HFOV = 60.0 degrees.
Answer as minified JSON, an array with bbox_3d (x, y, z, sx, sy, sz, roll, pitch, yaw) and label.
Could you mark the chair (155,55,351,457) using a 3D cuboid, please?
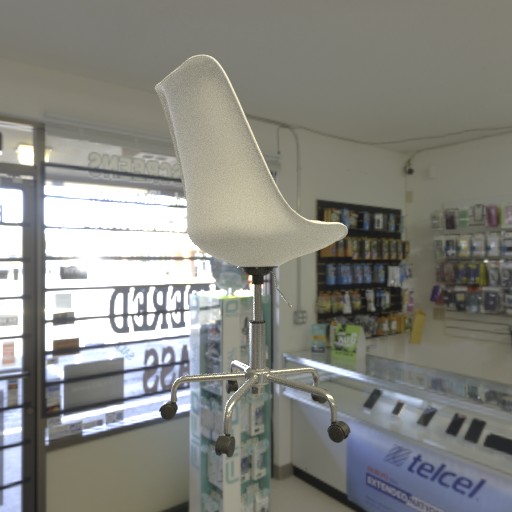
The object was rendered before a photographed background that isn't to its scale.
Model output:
[{"bbox_3d":[0.000,0.000,1.272,0.550,0.930,0.550,0,-1,-35],"label":"chair"}]
